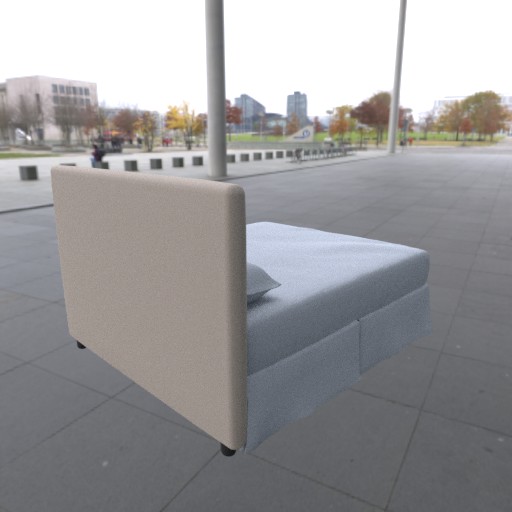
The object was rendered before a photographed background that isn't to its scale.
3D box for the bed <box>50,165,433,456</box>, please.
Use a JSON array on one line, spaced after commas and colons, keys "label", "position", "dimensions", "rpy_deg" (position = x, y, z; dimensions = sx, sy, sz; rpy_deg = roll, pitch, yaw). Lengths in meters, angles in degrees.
[{"label": "bed", "position": [0.000, 0.000, 3.245], "dimensions": [1.884, 1.330, 2.142], "rpy_deg": [14, 21, 43]}]
